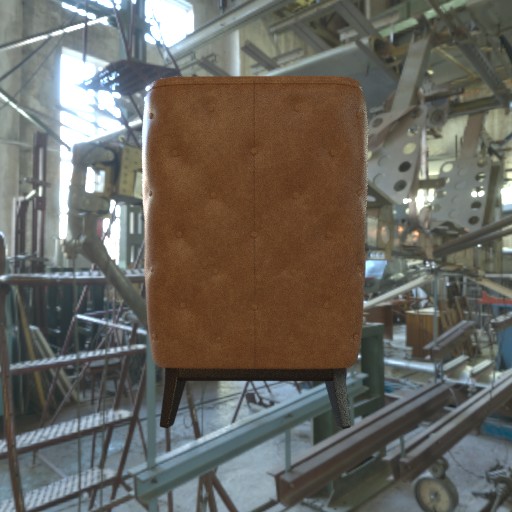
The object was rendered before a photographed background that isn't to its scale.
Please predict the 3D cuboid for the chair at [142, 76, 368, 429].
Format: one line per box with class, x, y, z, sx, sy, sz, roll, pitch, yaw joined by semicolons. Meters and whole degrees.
chair;0.000;0.000;1.673;0.766;1.079;0.899;0;-1;1
